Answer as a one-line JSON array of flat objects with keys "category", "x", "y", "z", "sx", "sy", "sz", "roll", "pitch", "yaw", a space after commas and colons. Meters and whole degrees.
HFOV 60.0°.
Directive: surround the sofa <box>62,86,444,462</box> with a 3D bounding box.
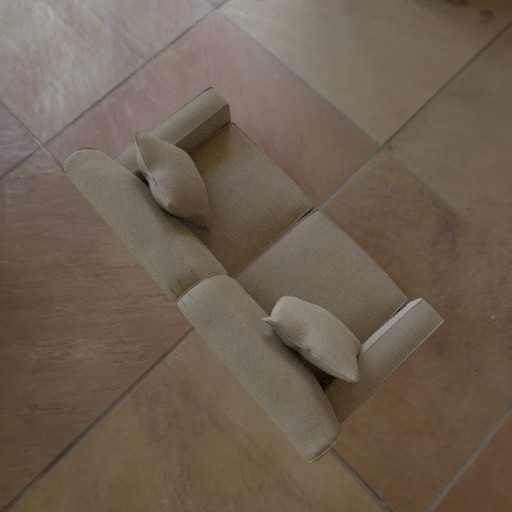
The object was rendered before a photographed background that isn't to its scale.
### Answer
[{"category": "sofa", "x": 0.000, "y": 0.000, "z": 2.476, "sx": 0.998, "sy": 0.958, "sz": 1.846, "roll": -40, "pitch": 78, "yaw": -10}]
